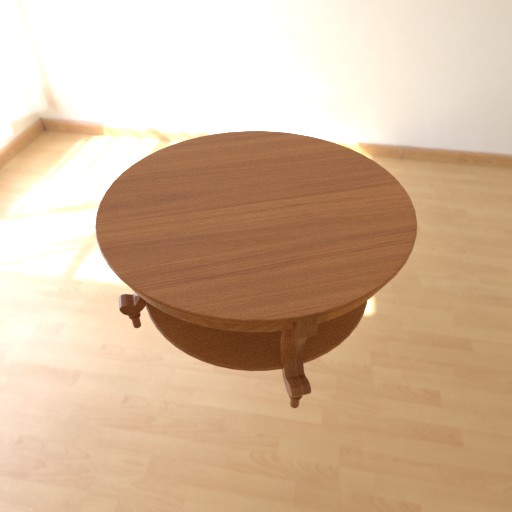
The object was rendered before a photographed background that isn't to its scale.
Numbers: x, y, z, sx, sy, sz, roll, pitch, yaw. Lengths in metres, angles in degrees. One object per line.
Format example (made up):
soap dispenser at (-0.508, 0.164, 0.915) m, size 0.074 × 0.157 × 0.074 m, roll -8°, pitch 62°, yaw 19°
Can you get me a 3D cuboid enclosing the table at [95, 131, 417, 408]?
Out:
table at (0.000, 0.000, 1.620) m, size 1.029 × 0.490 × 1.029 m, roll 0°, pitch 41°, yaw 0°
